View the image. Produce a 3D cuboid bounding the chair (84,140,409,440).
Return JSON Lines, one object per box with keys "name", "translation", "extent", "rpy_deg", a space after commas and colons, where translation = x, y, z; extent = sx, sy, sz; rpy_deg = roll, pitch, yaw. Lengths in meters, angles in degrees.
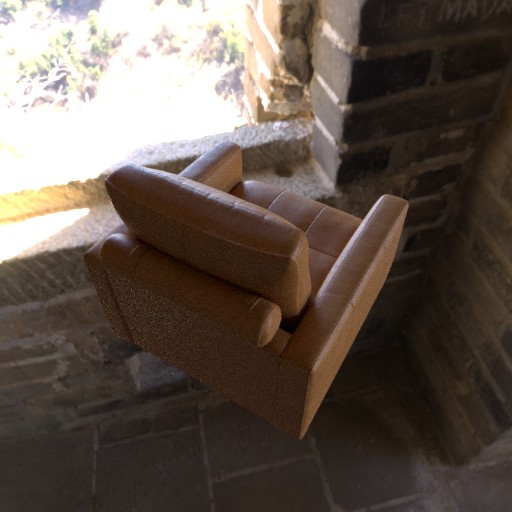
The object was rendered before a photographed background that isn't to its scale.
{"name": "chair", "translation": [0.000, 0.000, 1.575], "extent": [0.831, 0.896, 0.868], "rpy_deg": [23, 51, 21]}
